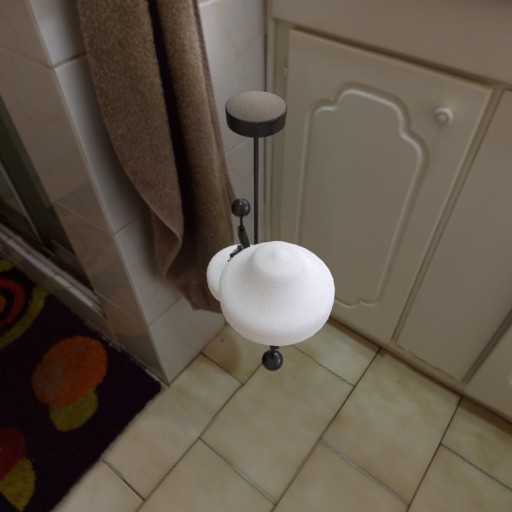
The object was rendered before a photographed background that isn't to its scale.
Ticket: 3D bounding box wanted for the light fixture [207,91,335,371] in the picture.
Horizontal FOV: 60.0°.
[{"bbox_3d":[0.000,0.000,1.011,0.489,0.743,0.422,32,55,26],"label":"light fixture"}]
